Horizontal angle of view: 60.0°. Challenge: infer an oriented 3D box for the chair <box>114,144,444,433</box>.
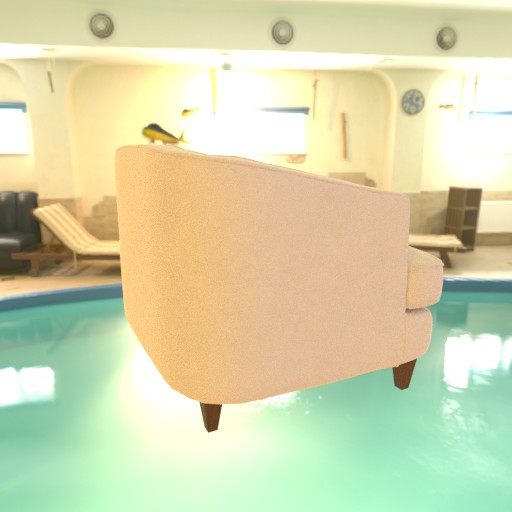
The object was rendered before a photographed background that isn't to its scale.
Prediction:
[{"bbox_3d":[0.000,0.000,1.754,0.941,0.852,1.104,-7,15,-26],"label":"chair"}]
